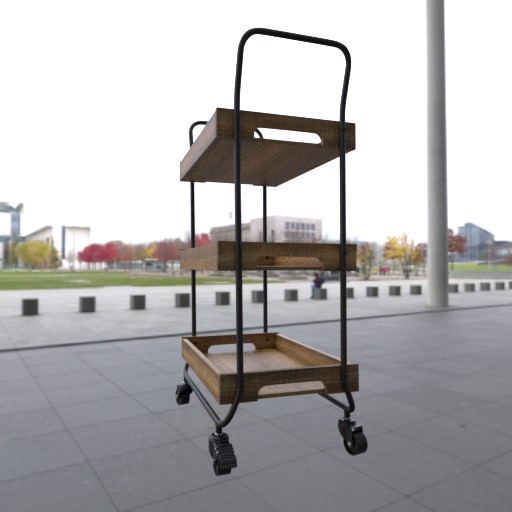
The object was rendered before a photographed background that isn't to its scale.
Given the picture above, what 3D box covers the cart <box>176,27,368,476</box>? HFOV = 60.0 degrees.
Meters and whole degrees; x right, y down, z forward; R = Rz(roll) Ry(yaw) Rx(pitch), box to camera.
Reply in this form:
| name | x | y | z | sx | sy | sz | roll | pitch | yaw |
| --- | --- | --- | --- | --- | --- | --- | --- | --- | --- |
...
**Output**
| name | x | y | z | sx | sy | sz | roll | pitch | yaw |
| --- | --- | --- | --- | --- | --- | --- | --- | --- | --- |
| cart | 0.000 | 0.000 | 1.131 | 0.339 | 0.857 | 0.583 | 0 | -1 | -18 |
